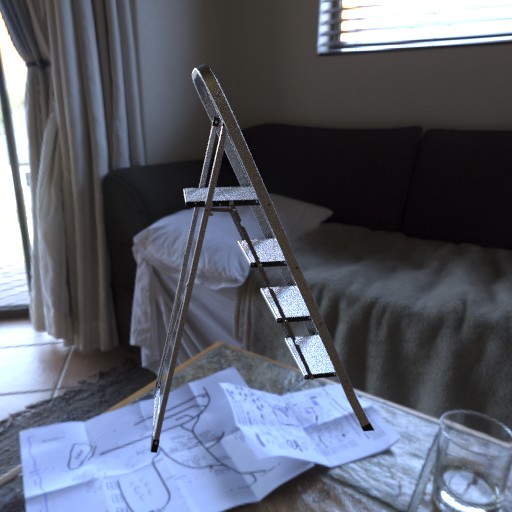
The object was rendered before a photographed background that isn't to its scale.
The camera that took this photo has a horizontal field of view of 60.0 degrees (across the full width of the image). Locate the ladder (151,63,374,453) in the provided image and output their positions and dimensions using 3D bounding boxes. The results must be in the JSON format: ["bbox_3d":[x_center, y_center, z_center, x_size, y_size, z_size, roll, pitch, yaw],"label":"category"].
[{"bbox_3d":[0.000,0.000,1.643,0.830,1.290,0.465,-3,17,-10],"label":"ladder"}]
